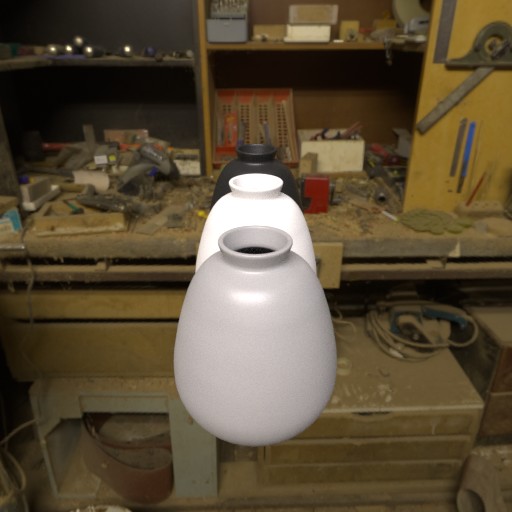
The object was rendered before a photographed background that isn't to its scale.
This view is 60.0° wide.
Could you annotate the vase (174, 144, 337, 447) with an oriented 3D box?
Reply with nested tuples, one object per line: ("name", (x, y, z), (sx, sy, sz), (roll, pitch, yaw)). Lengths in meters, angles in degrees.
("vase", (0.000, 0.000, 0.349), (0.097, 0.122, 0.297), (0, 27, 0))
